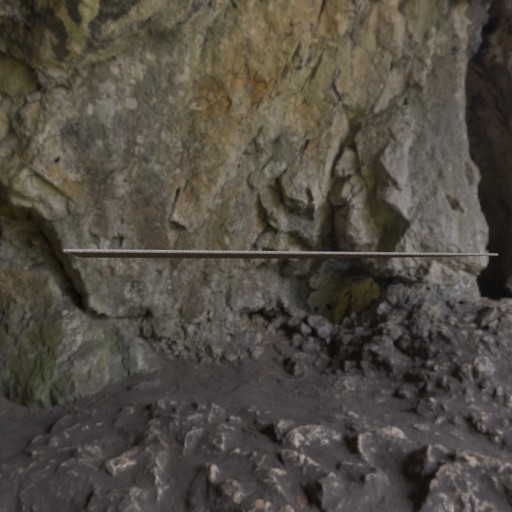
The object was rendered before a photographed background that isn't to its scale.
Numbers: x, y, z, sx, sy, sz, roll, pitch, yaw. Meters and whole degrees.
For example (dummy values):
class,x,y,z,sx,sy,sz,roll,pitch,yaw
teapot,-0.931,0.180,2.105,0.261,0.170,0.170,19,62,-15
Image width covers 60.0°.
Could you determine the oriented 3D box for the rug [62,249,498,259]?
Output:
class,x,y,z,sx,sy,sz,roll,pitch,yaw
rug,0.000,0.000,3.999,3.050,0.017,2.441,0,-1,-20
